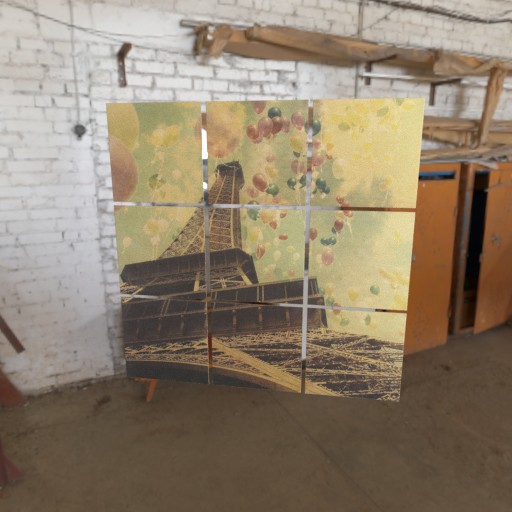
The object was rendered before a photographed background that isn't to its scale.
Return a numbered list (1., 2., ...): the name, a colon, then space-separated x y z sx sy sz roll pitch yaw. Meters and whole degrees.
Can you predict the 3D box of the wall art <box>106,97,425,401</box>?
1. wall art: 0.000 0.000 2.264 1.517 1.505 0.002 2 14 9
